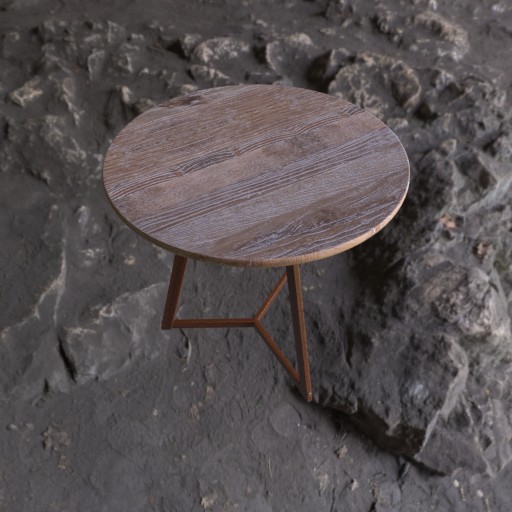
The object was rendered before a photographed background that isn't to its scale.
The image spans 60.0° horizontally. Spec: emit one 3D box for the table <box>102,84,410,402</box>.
[{"bbox_3d":[0.000,0.000,0.917,0.500,0.500,0.500,0,46,0],"label":"table"}]
